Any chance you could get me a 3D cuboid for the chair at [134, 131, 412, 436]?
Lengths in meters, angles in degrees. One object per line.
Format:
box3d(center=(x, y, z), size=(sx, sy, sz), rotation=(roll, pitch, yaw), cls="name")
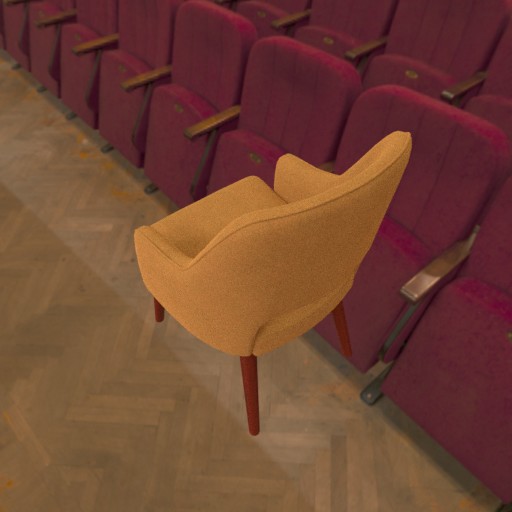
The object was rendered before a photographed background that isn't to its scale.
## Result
box3d(center=(0.000, 0.000, 1.212), size=(0.548, 0.849, 0.605), rotation=(-31, 55, -26), cls="chair")
